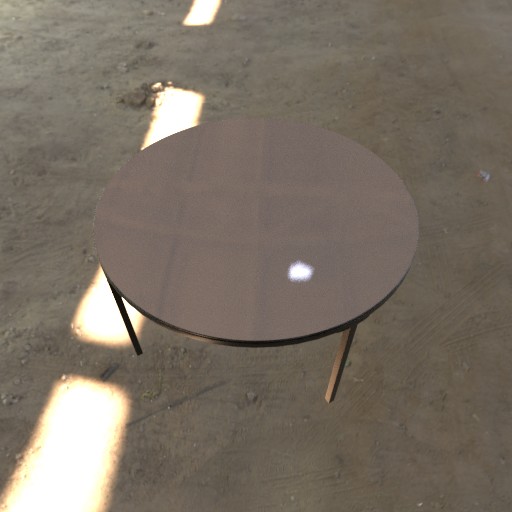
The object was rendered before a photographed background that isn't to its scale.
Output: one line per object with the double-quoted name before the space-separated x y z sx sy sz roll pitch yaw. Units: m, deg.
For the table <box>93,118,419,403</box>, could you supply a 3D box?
"table" 0.000 0.000 1.266 0.800 0.400 0.800 0 48 0
